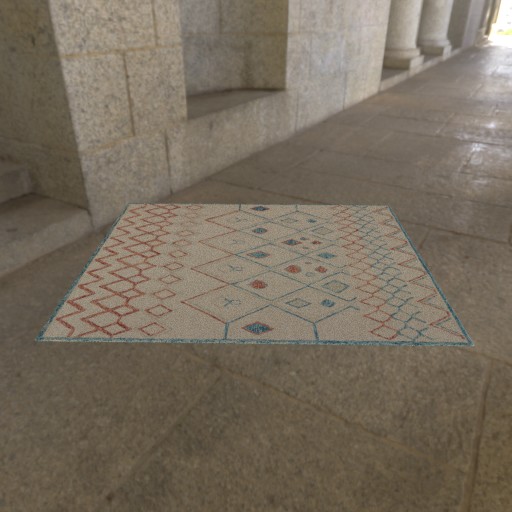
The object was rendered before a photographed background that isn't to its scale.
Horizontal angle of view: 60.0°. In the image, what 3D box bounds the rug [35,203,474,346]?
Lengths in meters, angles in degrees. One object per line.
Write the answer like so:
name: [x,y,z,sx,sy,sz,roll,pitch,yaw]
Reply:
rug: [0.000,0.000,4.126,3.050,0.016,2.441,1,30,1]
